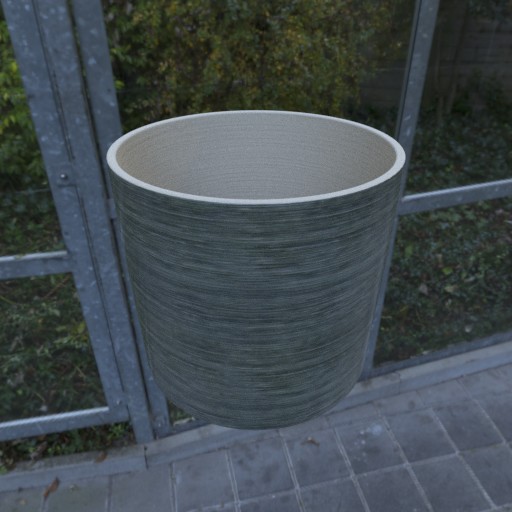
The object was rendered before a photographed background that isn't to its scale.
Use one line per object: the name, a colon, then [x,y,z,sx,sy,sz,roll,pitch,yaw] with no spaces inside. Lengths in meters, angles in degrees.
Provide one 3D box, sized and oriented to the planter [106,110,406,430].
planter: [0.000,0.000,0.392,0.221,0.201,0.221,0,31,0]
